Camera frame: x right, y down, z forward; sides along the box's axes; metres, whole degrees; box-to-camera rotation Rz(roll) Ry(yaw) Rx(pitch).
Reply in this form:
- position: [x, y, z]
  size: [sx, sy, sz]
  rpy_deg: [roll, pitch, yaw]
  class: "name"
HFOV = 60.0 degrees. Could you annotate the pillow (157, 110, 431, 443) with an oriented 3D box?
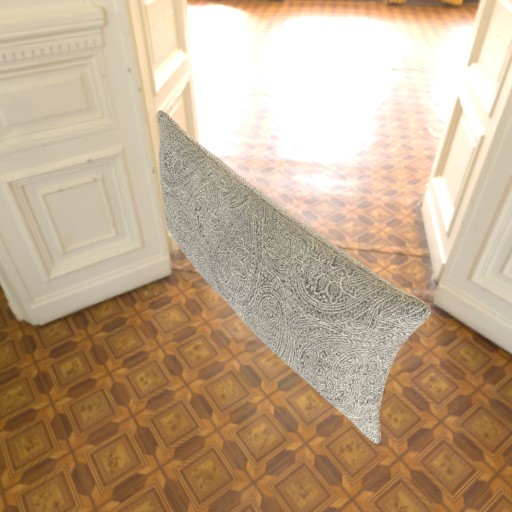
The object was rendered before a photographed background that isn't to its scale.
- position: [0.000, 0.000, 0.740]
  size: [0.151, 0.295, 0.615]
  rpy_deg: [-26, 48, -26]
  class: "pillow"
